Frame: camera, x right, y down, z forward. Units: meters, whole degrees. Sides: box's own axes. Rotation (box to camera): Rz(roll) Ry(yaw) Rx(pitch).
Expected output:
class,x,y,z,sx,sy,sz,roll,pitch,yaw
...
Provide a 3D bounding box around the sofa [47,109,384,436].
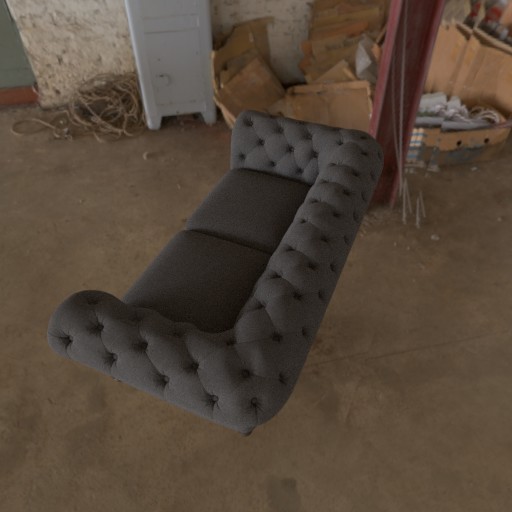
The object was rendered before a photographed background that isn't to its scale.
class,x,y,z,sx,sy,sz,roll,pitch,yaw
sofa,0.000,0.000,2.438,0.986,0.764,1.998,17,48,16
